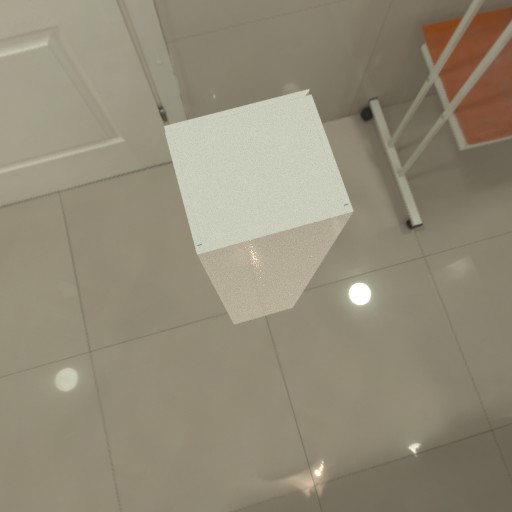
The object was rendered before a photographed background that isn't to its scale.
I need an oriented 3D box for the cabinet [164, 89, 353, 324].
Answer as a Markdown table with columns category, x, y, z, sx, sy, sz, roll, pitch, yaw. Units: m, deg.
| category | x | y | z | sx | sy | sz | roll | pitch | yaw |
| --- | --- | --- | --- | --- | --- | --- | --- | --- | --- |
| cabinet | 0.000 | 0.000 | 1.525 | 0.300 | 1.400 | 0.270 | -16 | 77 | -4 |
